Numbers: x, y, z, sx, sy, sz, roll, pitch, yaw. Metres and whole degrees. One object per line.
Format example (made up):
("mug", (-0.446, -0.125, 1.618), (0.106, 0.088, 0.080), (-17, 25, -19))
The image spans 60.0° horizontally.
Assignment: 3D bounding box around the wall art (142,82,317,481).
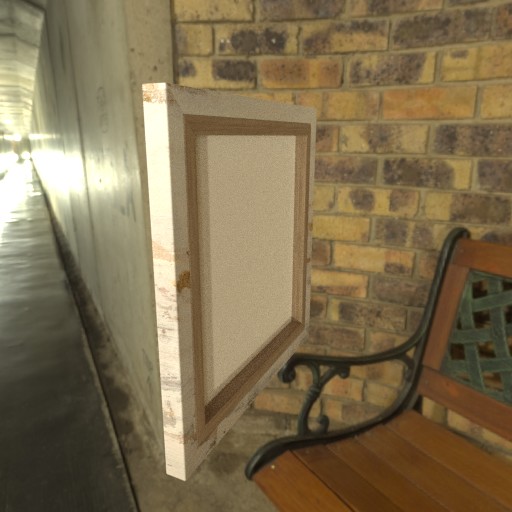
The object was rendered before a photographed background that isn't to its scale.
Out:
("wall art", (0.000, 0.000, 0.920), (0.040, 0.613, 0.611), (7, 17, 25))
